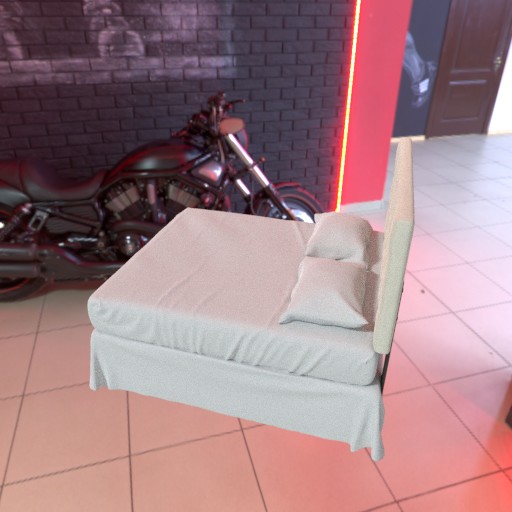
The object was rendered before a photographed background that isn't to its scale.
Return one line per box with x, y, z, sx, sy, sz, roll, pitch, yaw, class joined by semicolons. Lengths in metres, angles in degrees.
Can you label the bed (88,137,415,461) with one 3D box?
0.000;0.000;3.409;2.222;1.577;1.936;8;30;14;bed
